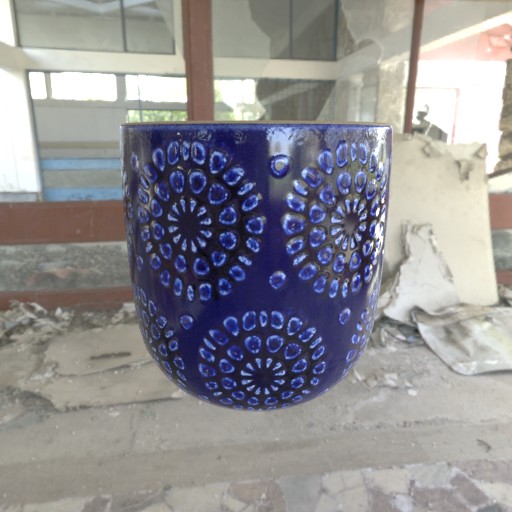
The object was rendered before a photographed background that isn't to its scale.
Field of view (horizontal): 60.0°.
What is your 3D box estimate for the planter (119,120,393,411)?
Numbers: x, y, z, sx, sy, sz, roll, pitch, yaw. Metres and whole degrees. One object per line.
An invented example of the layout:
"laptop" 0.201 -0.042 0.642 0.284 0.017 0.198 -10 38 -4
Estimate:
"planter" 0.000 0.000 0.196 0.109 0.112 0.109 0 15 0
